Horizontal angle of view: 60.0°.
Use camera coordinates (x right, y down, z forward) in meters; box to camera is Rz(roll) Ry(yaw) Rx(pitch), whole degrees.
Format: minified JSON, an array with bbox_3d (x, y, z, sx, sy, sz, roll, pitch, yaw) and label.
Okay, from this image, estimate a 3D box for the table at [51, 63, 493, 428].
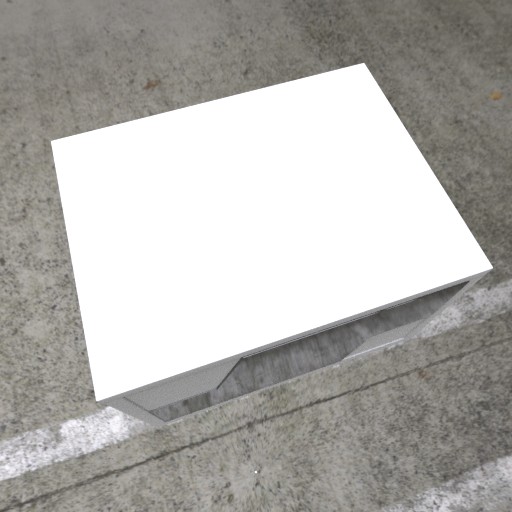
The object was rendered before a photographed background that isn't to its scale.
[{"bbox_3d":[0.000,0.000,0.781,0.517,0.357,0.399,-17,65,-8],"label":"table"}]
